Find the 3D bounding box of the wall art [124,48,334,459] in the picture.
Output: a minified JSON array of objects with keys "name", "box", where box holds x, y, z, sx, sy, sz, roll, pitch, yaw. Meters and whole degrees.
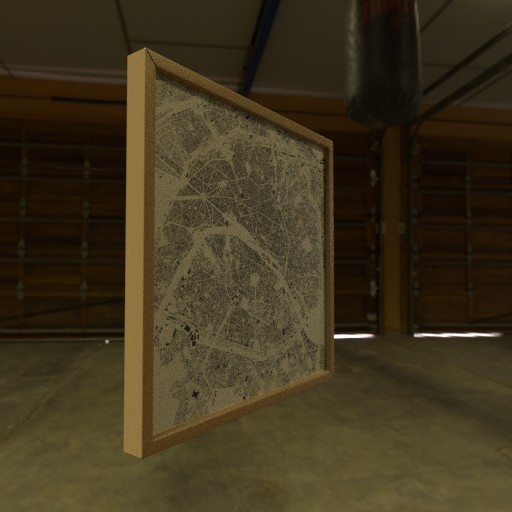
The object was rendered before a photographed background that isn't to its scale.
[{"name":"wall art","box":[0.000,0.000,0.760,0.036,0.509,0.509,-1,-2,37]}]
